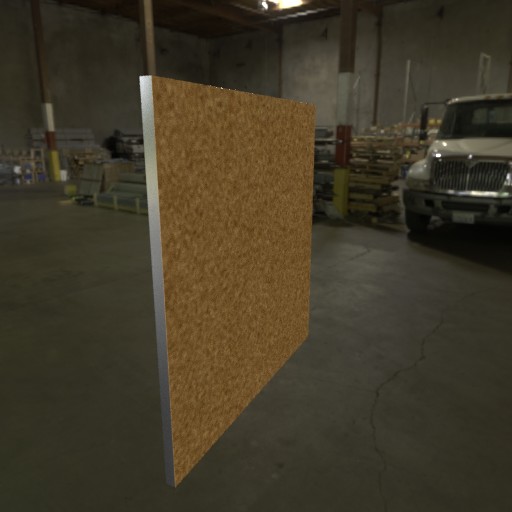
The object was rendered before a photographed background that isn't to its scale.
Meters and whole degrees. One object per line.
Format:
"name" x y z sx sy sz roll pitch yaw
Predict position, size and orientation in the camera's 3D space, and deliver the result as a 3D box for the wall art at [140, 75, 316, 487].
"wall art" 0.000 0.000 0.649 0.014 0.445 0.446 7 17 25
